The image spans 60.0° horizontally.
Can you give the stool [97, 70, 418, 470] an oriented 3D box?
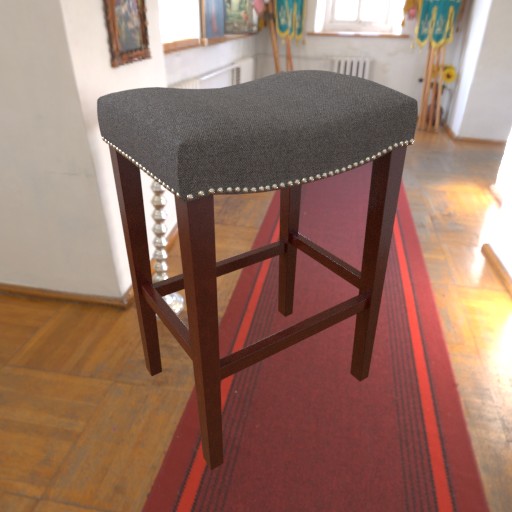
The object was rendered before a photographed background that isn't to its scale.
[{"bbox_3d":[0.000,0.000,1.008,0.504,0.742,0.372,-19,36,-29],"label":"stool"}]
